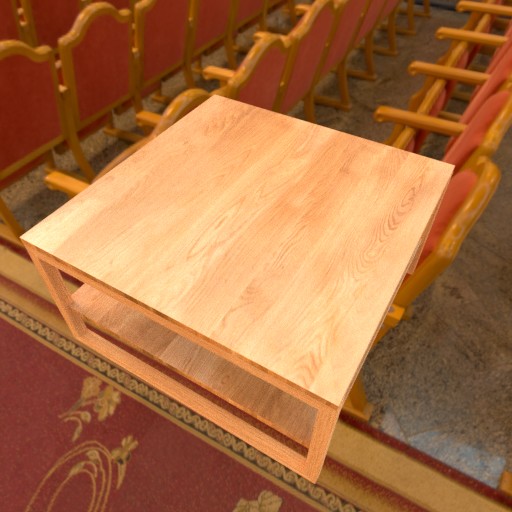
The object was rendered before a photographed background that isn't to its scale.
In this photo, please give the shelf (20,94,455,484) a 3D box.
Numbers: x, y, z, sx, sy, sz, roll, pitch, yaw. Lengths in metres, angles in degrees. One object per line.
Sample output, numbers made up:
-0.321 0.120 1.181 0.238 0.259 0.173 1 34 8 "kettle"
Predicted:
0.000 0.000 1.435 0.899 0.480 0.899 23 51 20 "shelf"
